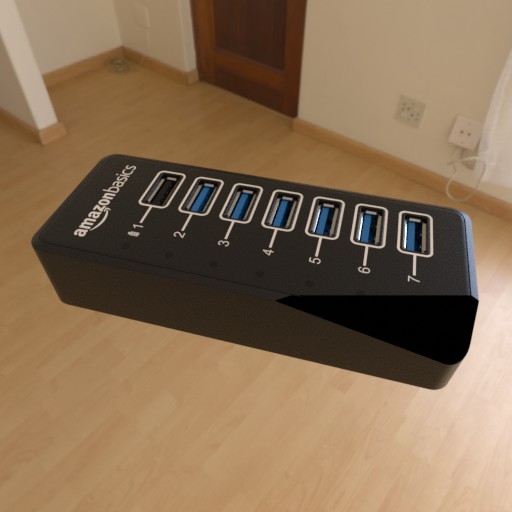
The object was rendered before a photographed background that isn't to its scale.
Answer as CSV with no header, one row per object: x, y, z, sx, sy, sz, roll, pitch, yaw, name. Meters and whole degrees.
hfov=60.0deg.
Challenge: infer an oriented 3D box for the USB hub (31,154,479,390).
0.000,0.000,0.124,0.110,0.023,0.044,11,48,10,USB hub
